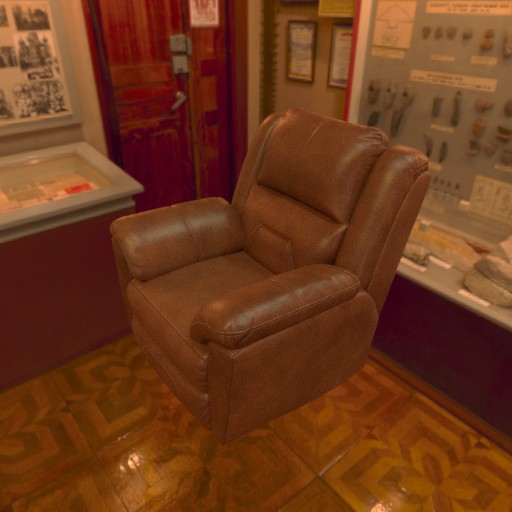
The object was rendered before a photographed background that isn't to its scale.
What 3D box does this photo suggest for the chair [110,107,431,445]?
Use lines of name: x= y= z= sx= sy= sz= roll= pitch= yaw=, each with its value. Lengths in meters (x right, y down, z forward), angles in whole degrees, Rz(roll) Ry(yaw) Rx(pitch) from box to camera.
chair: x=0.000 y=0.000 z=1.957 sx=1.041 sy=1.093 sz=0.990 roll=-21 pitch=37 yaw=-31
